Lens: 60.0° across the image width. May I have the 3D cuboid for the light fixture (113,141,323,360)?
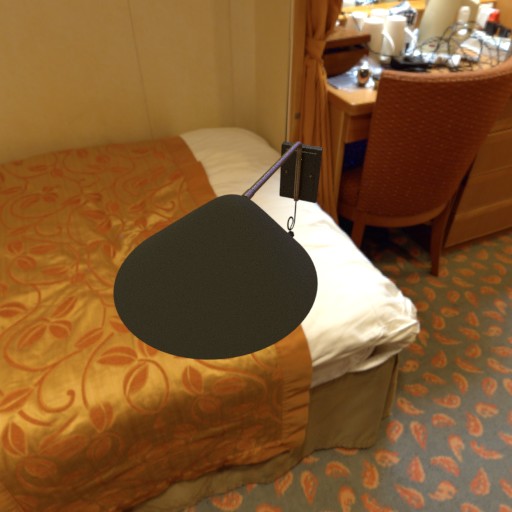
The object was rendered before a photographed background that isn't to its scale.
[{"bbox_3d":[0.000,0.000,0.680,0.240,0.312,0.516,13,43,15],"label":"light fixture"}]
